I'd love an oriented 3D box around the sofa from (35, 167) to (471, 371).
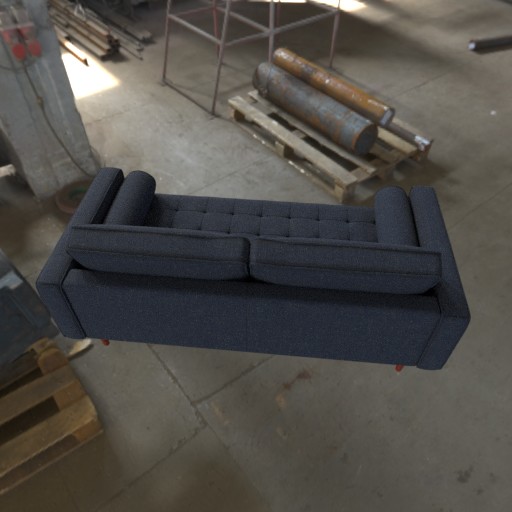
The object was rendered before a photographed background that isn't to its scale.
[{"bbox_3d":[0.000,0.000,2.317,1.880,0.762,0.914,4,47,4],"label":"sofa"}]
